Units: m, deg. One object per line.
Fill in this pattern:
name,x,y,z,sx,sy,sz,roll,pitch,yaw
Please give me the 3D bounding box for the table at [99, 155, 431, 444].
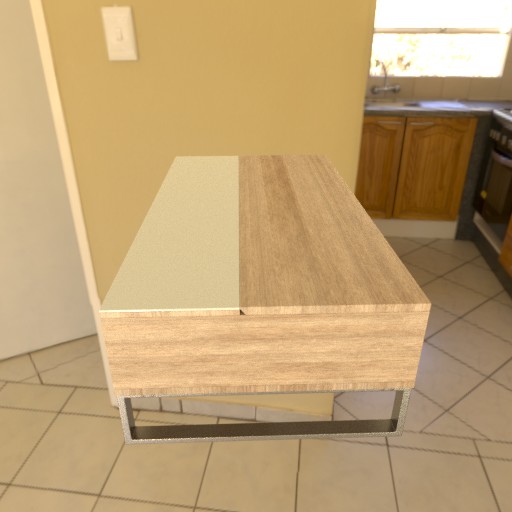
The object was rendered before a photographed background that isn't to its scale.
table,0.000,0.000,1.367,0.600,0.350,1.100,-1,27,-2
